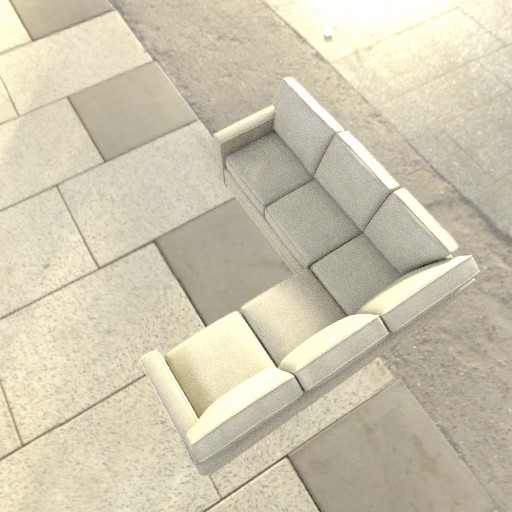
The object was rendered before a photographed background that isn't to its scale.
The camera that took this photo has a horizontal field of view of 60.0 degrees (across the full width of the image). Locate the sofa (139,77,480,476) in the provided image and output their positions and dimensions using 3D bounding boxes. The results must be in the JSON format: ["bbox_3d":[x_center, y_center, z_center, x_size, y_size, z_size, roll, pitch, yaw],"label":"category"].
[{"bbox_3d":[0.000,0.000,3.365,2.211,0.936,2.188,-31,68,-14],"label":"sofa"}]
